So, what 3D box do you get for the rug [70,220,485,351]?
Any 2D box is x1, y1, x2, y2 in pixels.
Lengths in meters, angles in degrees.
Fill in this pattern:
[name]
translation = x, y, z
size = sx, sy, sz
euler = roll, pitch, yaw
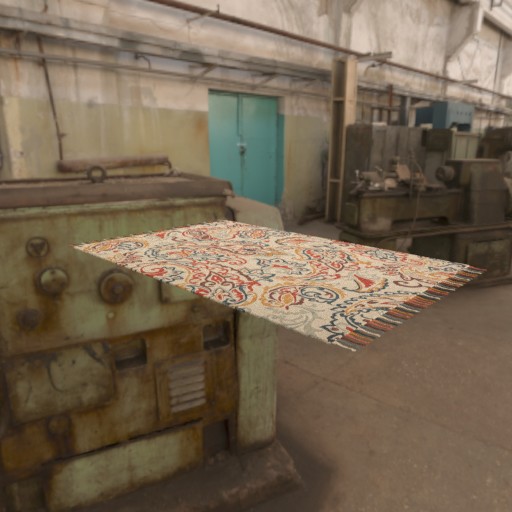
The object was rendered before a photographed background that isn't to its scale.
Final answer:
[rug]
translation = 0.000, 0.000, 2.427
size = 1.997, 0.010, 1.218
euler = 14, 20, 42
